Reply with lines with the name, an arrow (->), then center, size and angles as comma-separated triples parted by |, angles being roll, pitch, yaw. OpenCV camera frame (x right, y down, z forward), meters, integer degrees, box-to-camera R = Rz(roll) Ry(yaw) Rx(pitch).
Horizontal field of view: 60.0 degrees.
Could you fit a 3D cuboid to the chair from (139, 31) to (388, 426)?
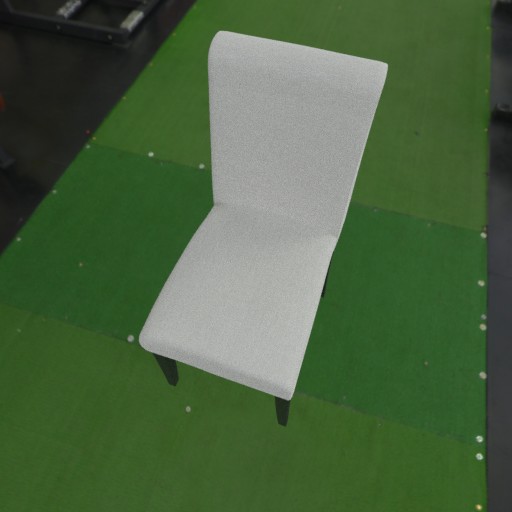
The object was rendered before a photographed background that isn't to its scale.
chair -> 0.000, 0.000, 1.338 | 0.452, 0.976, 0.708 | 16, 58, 11
